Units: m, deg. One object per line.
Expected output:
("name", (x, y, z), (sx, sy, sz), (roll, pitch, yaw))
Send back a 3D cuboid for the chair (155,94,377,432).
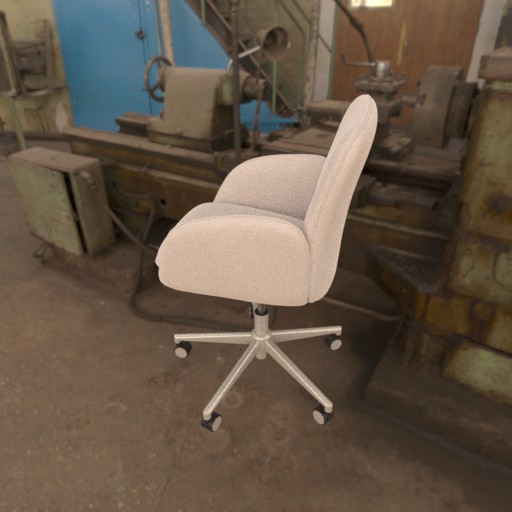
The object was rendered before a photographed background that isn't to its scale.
("chair", (0.000, 0.000, 1.411), (0.633, 0.959, 0.648), (7, 31, 12))
